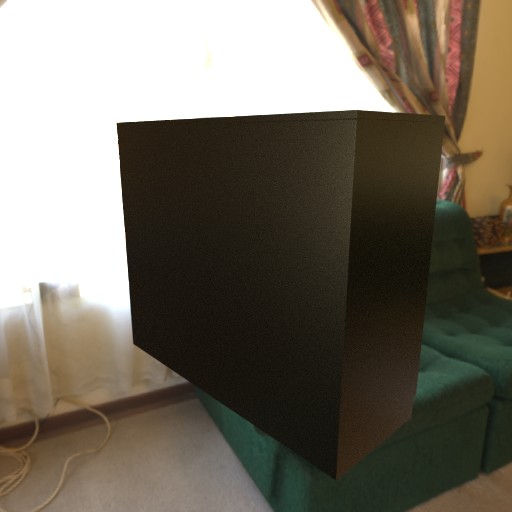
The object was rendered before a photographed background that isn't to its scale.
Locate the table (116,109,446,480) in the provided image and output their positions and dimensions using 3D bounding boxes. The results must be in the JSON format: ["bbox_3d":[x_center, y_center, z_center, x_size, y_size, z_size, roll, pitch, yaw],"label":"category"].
[{"bbox_3d":[0.000,0.000,1.343,0.380,0.790,0.930,-14,20,-41],"label":"table"}]
